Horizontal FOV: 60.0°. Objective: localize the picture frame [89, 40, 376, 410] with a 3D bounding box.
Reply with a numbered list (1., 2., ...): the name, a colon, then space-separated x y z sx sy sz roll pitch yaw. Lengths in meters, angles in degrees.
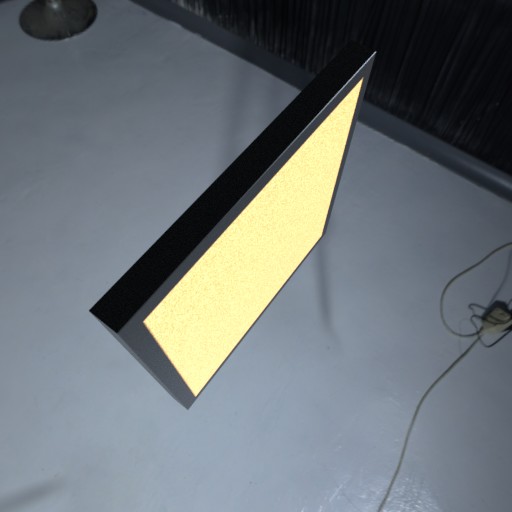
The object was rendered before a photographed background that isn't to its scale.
1. picture frame: 0.000 0.000 0.528 0.029 0.353 0.355 34 68 16
